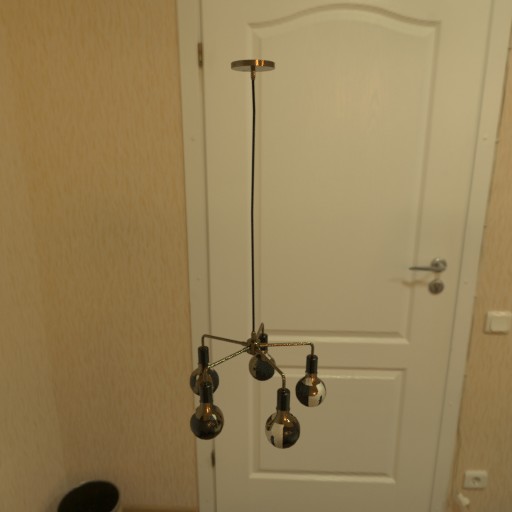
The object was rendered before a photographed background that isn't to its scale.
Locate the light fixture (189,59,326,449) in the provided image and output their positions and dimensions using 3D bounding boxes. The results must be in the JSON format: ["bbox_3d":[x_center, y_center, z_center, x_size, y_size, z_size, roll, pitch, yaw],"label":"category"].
[{"bbox_3d":[0.000,0.000,1.220,0.438,0.988,0.421,-7,17,-25],"label":"light fixture"}]
